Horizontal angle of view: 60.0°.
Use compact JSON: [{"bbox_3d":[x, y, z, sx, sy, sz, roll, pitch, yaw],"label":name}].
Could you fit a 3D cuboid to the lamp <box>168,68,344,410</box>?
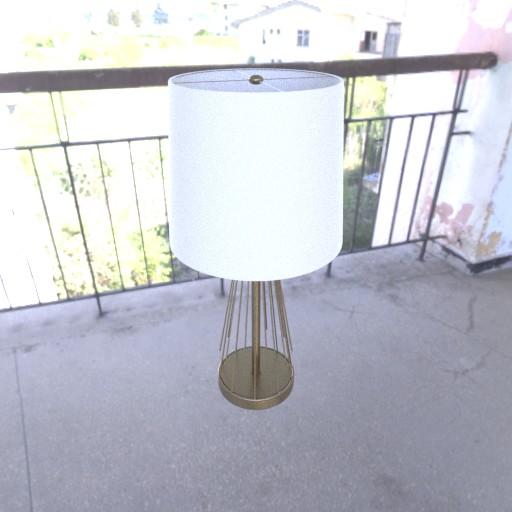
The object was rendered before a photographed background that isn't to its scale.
[{"bbox_3d":[0.000,0.000,0.809,0.303,0.618,0.303,0,29,0],"label":"lamp"}]
